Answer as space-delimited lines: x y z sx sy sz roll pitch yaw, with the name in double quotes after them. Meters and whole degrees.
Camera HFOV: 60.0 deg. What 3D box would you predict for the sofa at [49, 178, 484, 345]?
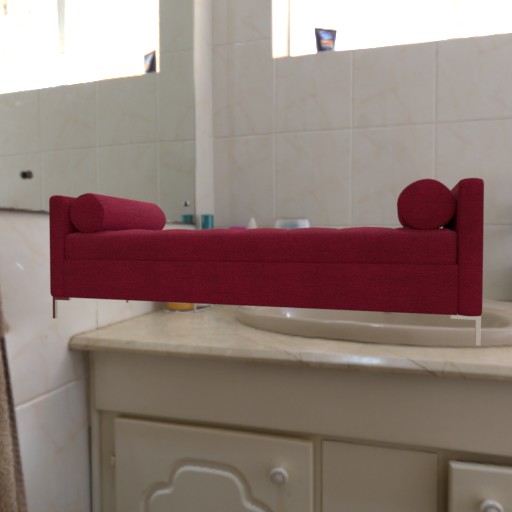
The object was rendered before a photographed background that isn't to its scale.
0.000 0.000 2.256 1.981 0.635 0.686 0 2 18 "sofa"
